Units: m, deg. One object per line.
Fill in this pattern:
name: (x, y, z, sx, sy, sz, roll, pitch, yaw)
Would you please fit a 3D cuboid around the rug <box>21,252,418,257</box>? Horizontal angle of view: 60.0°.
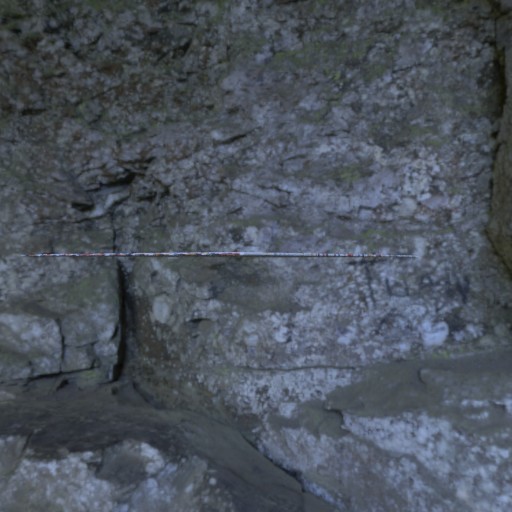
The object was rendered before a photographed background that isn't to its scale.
rug: (0.000, 0.000, 2.464, 1.218, 0.010, 1.997, 0, 0, 36)
